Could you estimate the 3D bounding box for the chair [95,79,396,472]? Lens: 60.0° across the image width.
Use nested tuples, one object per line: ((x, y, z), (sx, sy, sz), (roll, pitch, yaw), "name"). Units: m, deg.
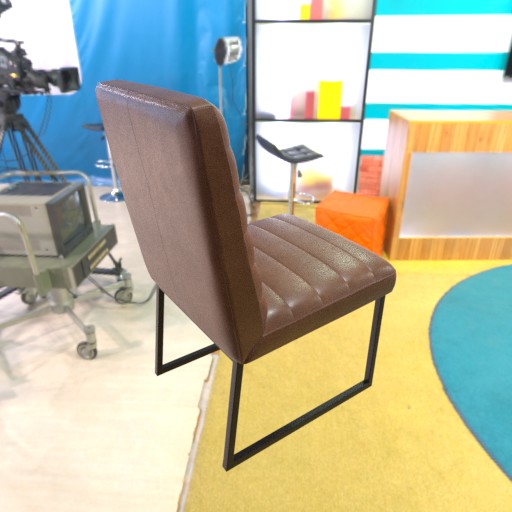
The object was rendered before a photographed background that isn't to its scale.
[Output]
((0.000, 0.000, 1.253), (0.634, 0.930, 0.520), (-17, 31, -31), "chair")
